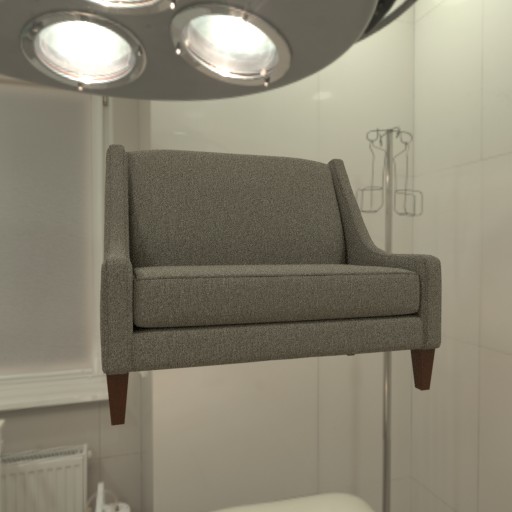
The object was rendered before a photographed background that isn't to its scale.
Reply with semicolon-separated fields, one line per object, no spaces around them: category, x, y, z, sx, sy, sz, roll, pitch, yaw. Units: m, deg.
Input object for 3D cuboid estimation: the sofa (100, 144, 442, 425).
sofa;0.000;0.000;1.893;1.242;1.026;0.862;0;1;-17
